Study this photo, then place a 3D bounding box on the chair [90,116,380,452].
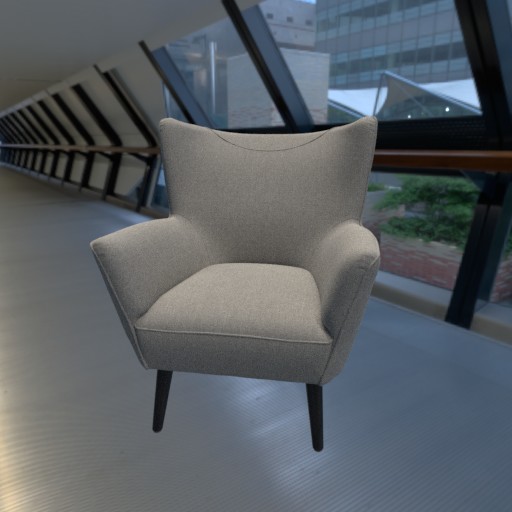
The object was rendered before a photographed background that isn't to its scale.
[{"bbox_3d":[0.000,0.000,1.536,0.781,0.933,0.888,3,16,10],"label":"chair"}]
